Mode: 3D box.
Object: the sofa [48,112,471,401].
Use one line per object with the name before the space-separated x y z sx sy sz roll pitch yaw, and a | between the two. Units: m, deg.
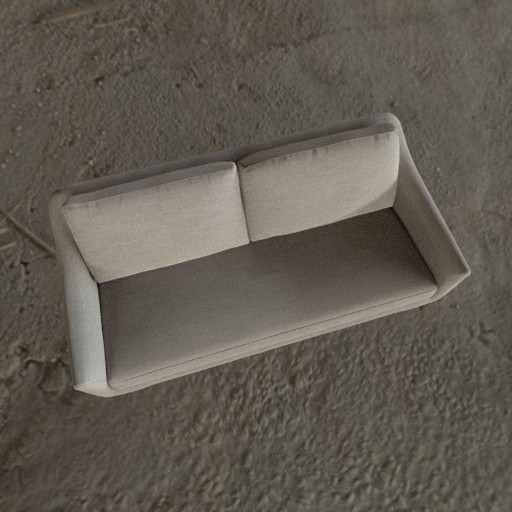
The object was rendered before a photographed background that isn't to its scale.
sofa | 0.000 0.000 2.477 2.036 0.913 0.980 -15 64 -7
